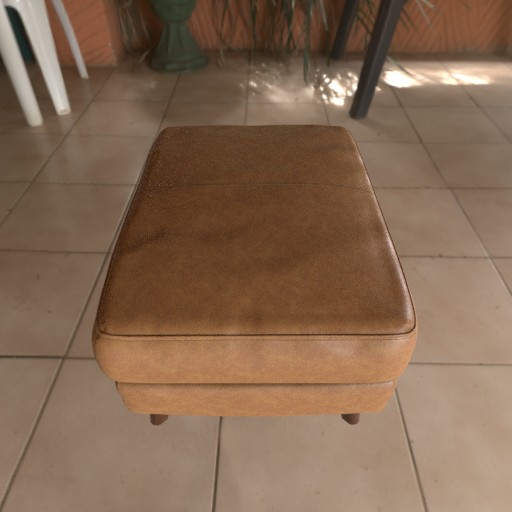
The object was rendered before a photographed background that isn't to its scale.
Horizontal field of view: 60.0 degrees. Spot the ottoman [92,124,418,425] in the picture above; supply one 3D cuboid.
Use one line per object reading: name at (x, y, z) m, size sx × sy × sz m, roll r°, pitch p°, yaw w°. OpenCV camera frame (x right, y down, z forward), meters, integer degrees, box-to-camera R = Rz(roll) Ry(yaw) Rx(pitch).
ottoman at (0.000, 0.000, 1.196) m, size 0.630 × 0.461 × 0.869 m, roll 0°, pitch 41°, yaw 0°
